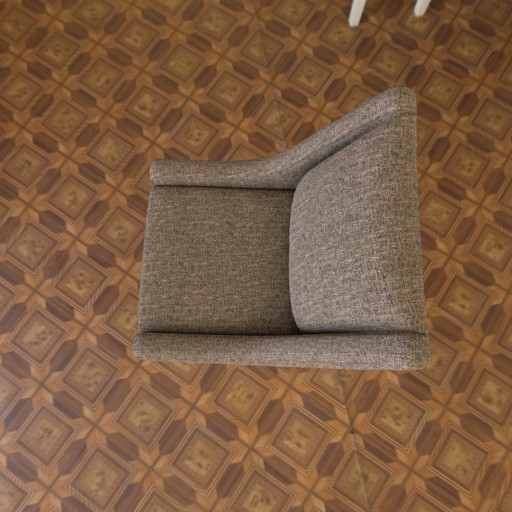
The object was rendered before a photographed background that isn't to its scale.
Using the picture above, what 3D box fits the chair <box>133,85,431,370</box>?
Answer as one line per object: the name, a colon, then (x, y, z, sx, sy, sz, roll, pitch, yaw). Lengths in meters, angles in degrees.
chair: (0.000, 0.000, 1.605, 0.870, 1.014, 0.774, 2, 77, 0)
